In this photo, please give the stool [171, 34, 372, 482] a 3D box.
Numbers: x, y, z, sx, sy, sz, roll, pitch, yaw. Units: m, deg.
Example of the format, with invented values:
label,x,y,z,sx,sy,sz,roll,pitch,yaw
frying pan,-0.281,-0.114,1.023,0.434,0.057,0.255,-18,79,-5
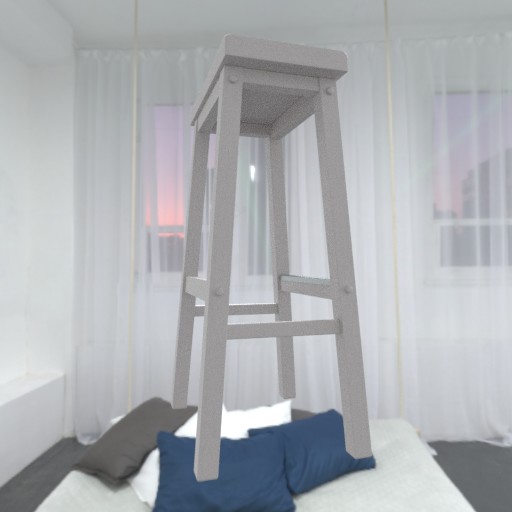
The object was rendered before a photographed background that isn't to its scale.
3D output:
label,x,y,z,sx,sy,sz,roll,pitch,yaw
stool,0.000,0.000,0.965,0.322,0.742,0.406,0,-1,-17
